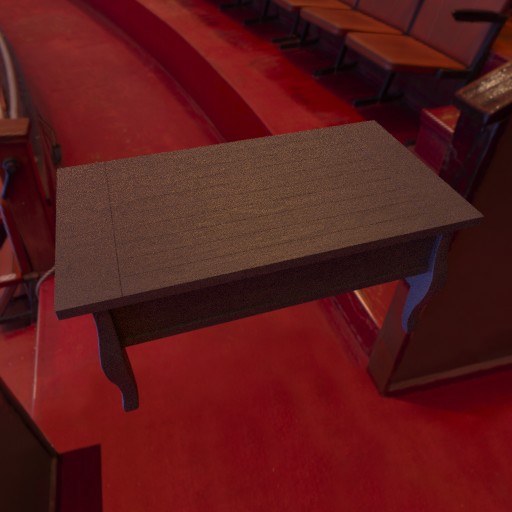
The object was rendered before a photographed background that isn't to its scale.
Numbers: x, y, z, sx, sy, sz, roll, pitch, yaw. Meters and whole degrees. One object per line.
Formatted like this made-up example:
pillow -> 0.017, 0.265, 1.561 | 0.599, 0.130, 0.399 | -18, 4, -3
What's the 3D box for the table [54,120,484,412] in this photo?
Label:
table -> 0.000, 0.000, 1.407 | 1.062, 0.494, 0.600 | -12, 44, -13
